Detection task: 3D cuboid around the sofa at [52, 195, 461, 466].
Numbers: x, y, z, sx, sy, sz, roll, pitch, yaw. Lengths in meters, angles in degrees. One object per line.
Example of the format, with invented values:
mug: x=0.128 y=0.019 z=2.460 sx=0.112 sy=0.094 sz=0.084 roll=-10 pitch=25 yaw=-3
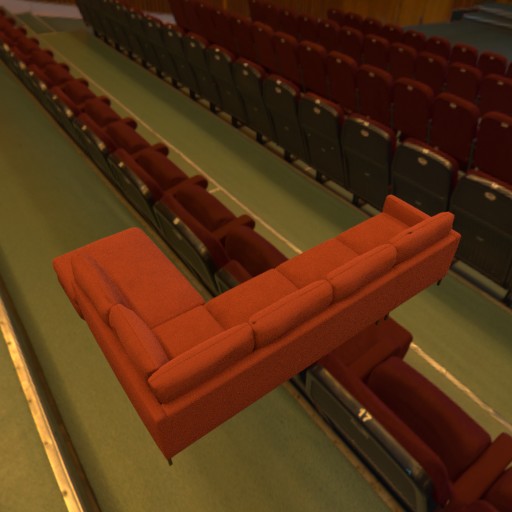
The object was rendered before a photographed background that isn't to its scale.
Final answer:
sofa: x=0.000 y=0.000 z=3.600 sx=2.736 sy=0.757 sz=1.879 roll=-26 pitch=47 yaw=-26
